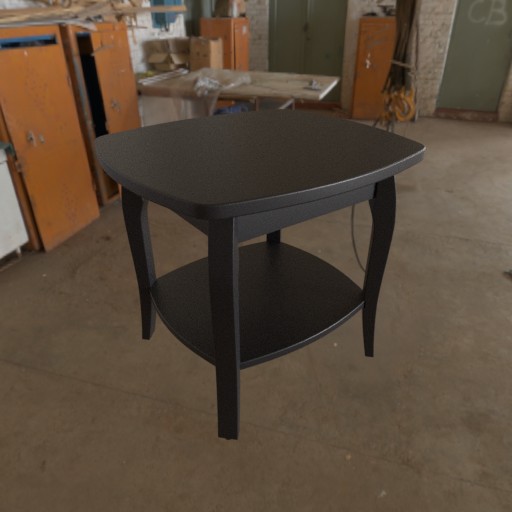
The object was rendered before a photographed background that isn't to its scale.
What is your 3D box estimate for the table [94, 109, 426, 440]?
[{"bbox_3d":[0.000,0.000,0.883,0.508,0.457,0.457,-20,35,-31],"label":"table"}]
